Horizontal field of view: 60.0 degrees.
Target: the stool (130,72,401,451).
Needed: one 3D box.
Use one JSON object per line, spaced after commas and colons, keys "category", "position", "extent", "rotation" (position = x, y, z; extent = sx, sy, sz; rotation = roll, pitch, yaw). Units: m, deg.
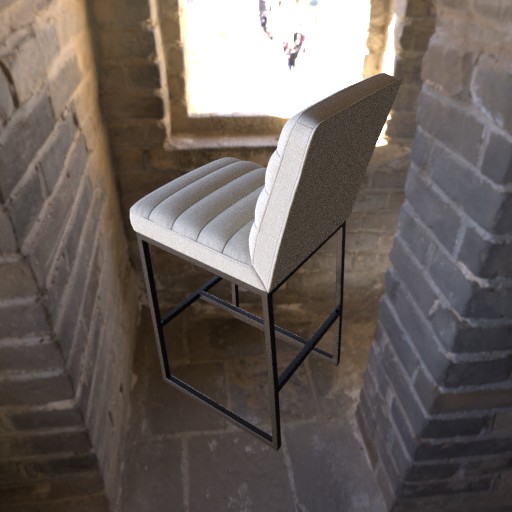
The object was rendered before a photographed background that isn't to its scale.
{"category": "stool", "position": [0.000, 0.000, 1.337], "extent": [0.560, 1.040, 0.460], "rotation": [21, 39, 28]}
